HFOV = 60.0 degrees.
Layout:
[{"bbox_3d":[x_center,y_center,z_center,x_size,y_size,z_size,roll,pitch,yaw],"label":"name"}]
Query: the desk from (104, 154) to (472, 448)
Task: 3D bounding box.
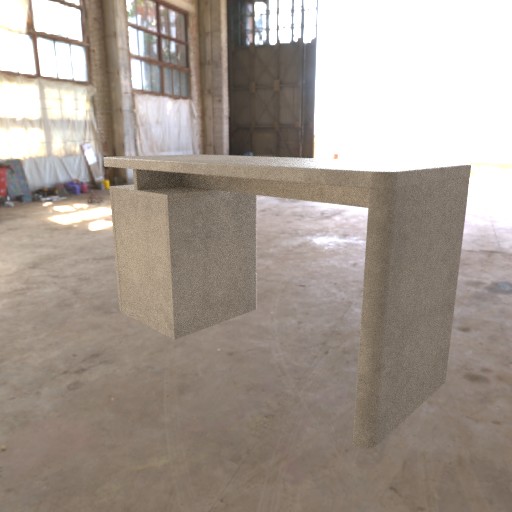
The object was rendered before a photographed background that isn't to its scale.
[{"bbox_3d":[0.000,0.000,1.776,1.400,0.755,0.550,14,20,43],"label":"desk"}]
